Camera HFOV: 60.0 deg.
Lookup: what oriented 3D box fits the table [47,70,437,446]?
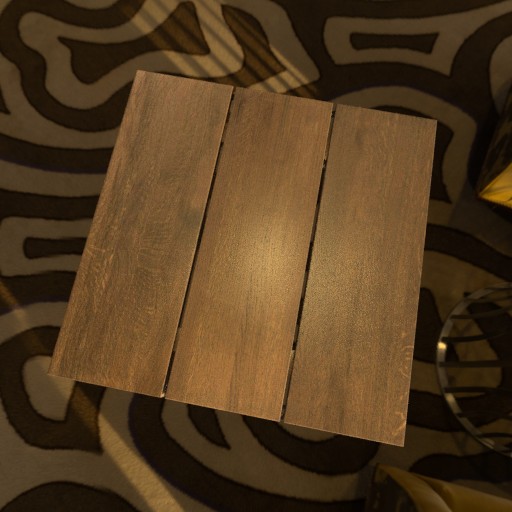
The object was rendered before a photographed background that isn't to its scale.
[{"bbox_3d":[0.000,0.000,1.396,0.900,0.400,0.900,11,76,3],"label":"table"}]
